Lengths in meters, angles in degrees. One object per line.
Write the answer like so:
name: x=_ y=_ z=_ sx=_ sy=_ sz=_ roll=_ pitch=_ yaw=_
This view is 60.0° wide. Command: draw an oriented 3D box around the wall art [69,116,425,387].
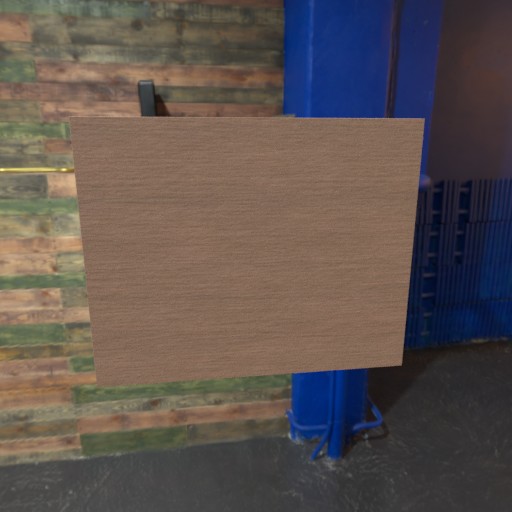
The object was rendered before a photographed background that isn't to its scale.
wall art: x=0.000 y=0.000 z=0.685 sx=0.508 sy=0.408 sz=0.010 roll=-2 pitch=15 yaw=-8
